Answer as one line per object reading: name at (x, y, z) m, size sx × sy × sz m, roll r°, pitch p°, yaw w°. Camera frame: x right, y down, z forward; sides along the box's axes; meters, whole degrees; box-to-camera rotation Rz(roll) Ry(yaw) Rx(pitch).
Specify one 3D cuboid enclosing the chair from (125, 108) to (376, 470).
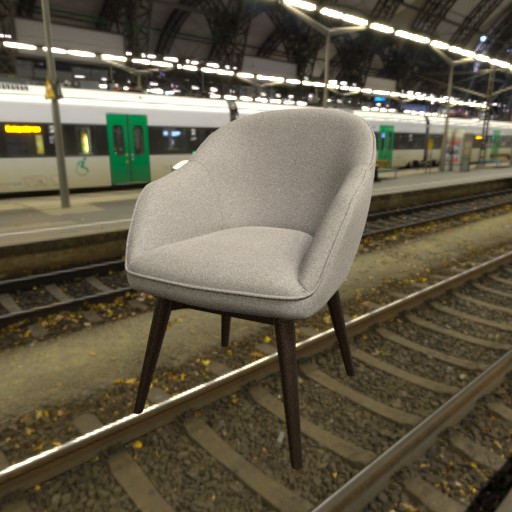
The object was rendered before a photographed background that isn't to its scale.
chair at (0.000, 0.000, 1.218) m, size 0.589 × 0.810 × 0.611 m, roll 7°, pitch 16°, yaw 26°
